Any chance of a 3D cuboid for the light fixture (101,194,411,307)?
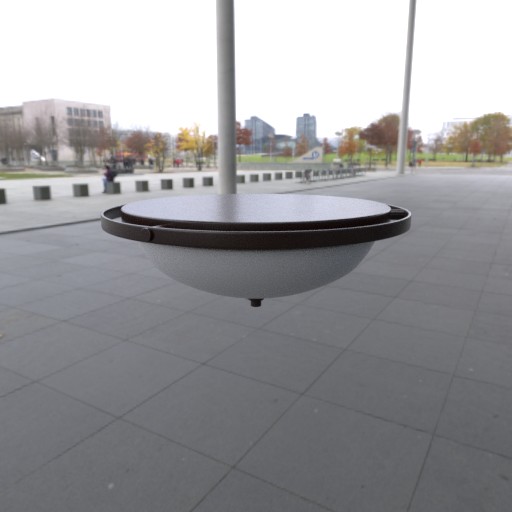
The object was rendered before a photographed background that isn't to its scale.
[{"bbox_3d":[0.000,0.000,0.556,0.361,0.130,0.361,0,13,0],"label":"light fixture"}]
